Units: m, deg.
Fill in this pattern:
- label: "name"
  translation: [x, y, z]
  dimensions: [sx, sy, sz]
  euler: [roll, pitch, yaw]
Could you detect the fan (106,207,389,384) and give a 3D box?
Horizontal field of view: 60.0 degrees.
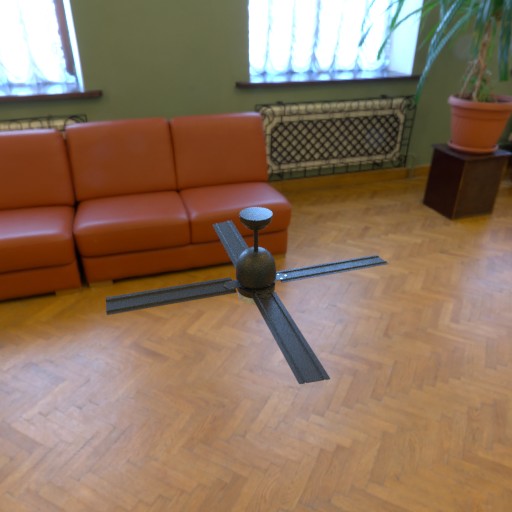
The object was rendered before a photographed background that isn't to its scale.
- label: "fan"
  translation: [0.000, 0.000, 1.967]
  dimensions: [1.319, 0.410, 1.319]
  euler: [-10, 31, -17]
